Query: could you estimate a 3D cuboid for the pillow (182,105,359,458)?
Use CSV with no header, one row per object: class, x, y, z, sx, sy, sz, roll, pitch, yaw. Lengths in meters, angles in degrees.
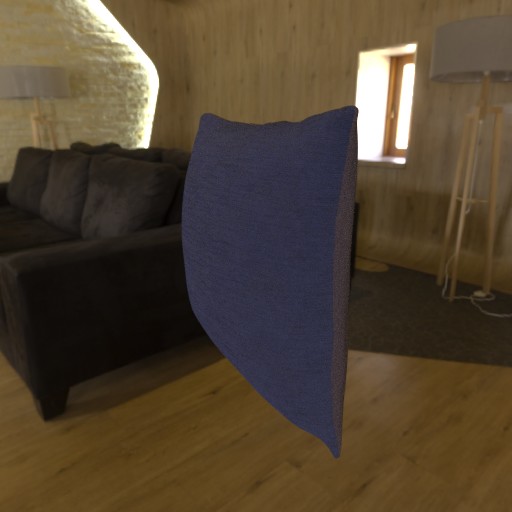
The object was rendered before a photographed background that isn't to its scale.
pillow,0.000,0.000,0.698,0.204,0.439,0.452,-8,18,-25
